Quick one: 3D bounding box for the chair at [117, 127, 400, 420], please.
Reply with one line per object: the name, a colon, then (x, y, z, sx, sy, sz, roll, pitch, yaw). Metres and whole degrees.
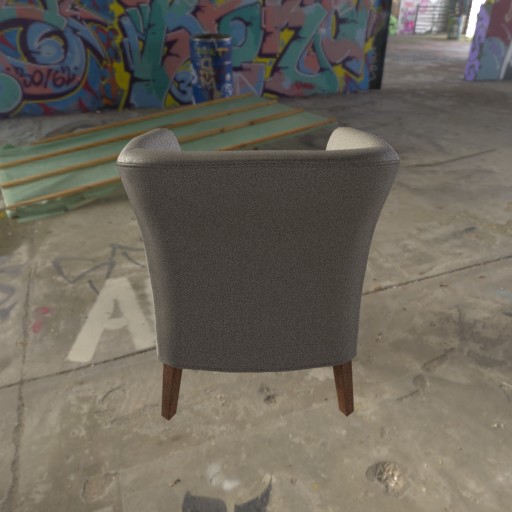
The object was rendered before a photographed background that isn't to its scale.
chair: (0.000, 0.000, 1.238, 0.600, 0.771, 0.668, -1, 30, -1)
